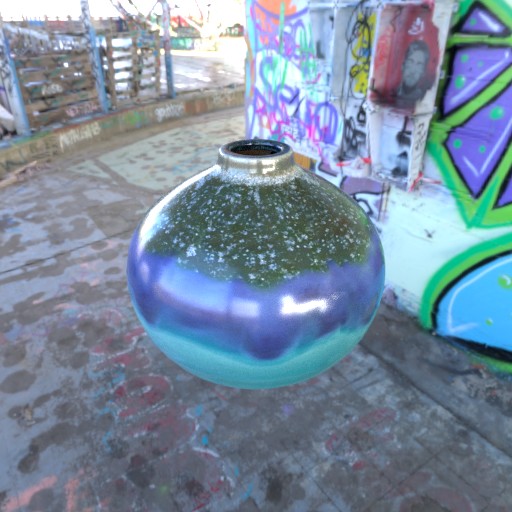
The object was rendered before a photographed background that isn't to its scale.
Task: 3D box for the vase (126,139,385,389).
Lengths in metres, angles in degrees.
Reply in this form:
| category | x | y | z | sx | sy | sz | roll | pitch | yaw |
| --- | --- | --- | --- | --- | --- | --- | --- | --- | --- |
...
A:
| category | x | y | z | sx | sy | sz | roll | pitch | yaw |
| --- | --- | --- | --- | --- | --- | --- | --- | --- | --- |
| vase | 0.000 | 0.000 | 0.270 | 0.154 | 0.133 | 0.154 | 0 | 29 | 0 |
